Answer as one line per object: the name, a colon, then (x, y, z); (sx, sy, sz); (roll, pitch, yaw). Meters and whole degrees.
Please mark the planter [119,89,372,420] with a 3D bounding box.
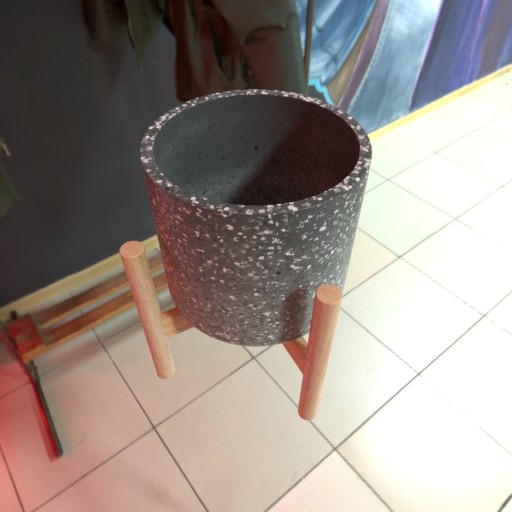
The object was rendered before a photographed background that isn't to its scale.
planter: (0.000, 0.000, 0.545); (0.284, 0.320, 0.284); (-4, 46, -4)
